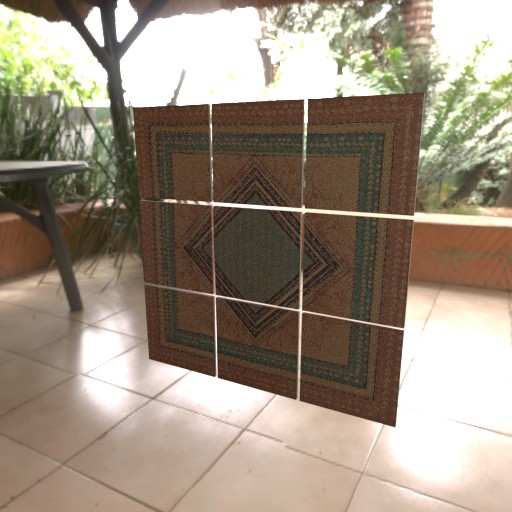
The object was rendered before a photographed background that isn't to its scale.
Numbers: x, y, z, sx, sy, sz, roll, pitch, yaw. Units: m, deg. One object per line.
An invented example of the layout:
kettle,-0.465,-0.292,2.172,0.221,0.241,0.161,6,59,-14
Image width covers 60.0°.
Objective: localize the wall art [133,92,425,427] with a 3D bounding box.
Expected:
wall art,0.000,0.000,1.382,0.915,0.914,0.013,7,16,27
